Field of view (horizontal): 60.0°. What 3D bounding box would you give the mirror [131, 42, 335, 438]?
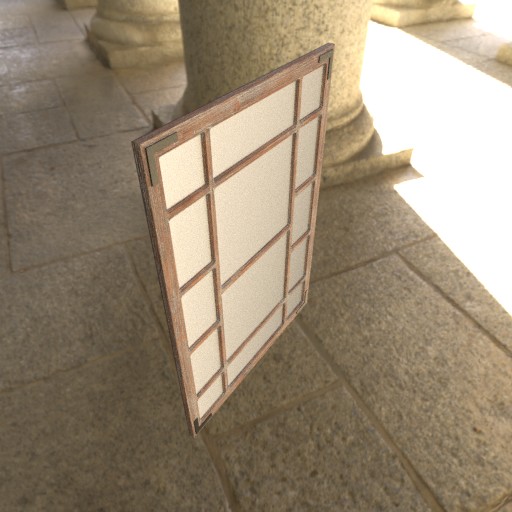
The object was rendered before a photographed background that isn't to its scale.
[{"bbox_3d":[0.000,0.000,1.283,0.025,0.996,0.705,24,46,26],"label":"mirror"}]
